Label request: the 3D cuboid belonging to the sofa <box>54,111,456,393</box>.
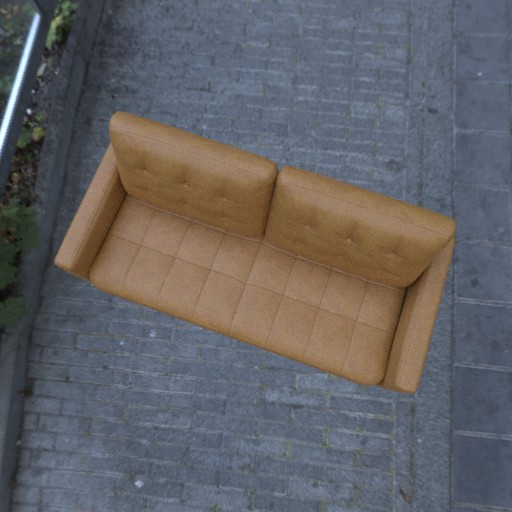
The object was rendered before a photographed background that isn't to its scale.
[{"bbox_3d":[0.000,0.000,2.256,1.821,0.898,0.850,19,77,5],"label":"sofa"}]
